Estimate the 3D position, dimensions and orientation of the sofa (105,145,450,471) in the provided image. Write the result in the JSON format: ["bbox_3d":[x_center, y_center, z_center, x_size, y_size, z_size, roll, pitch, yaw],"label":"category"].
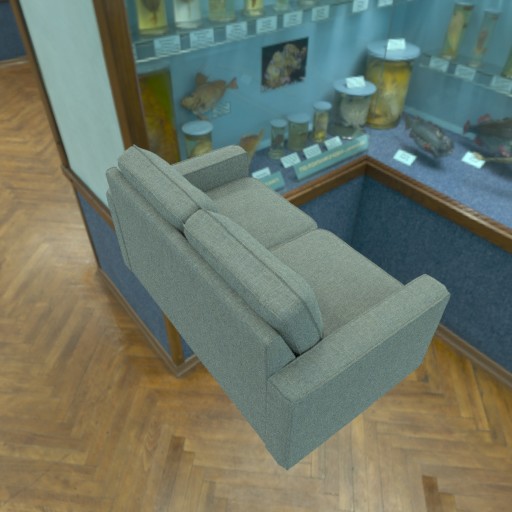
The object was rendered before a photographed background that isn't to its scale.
[{"bbox_3d":[0.000,0.000,2.340,0.945,0.915,1.706,-26,48,-26],"label":"sofa"}]
